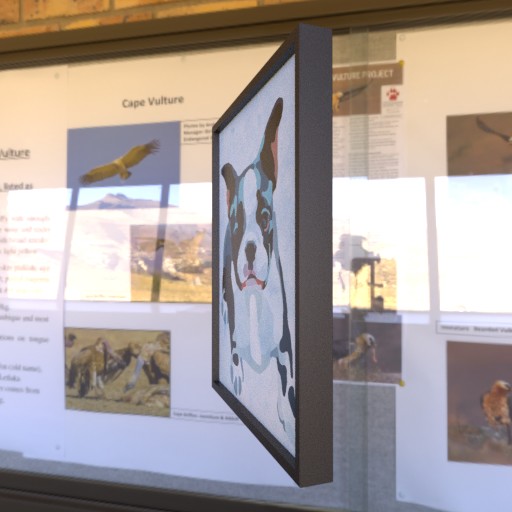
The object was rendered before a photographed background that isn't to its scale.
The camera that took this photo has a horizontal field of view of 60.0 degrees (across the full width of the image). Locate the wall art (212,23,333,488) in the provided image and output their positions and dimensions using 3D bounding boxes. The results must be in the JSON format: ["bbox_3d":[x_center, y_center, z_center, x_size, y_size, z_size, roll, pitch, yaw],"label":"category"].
[{"bbox_3d":[0.000,0.000,0.495,0.030,0.369,0.294,0,-1,-19],"label":"wall art"}]
